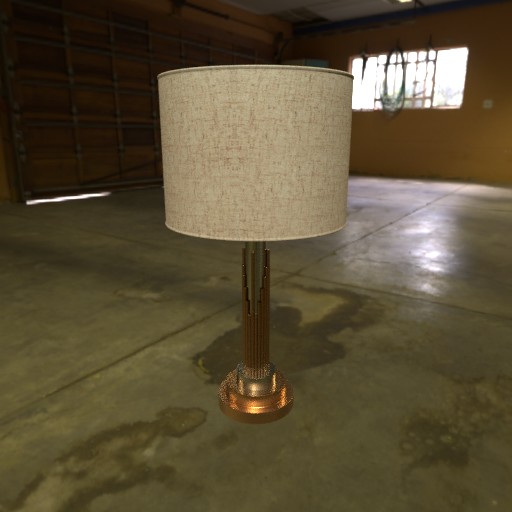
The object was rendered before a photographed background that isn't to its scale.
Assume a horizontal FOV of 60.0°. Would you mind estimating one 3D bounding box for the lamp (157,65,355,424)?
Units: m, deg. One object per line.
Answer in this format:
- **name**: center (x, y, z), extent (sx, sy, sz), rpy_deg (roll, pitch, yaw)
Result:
- **lamp**: center (0.000, 0.000, 0.819), extent (0.321, 0.610, 0.321), rpy_deg (-3, 16, -10)
